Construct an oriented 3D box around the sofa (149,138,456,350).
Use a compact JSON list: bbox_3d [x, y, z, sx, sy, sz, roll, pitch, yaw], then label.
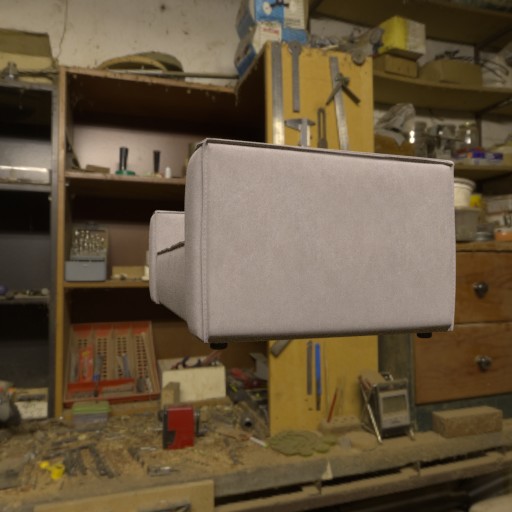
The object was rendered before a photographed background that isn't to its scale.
[{"bbox_3d":[0.000,0.000,2.449,1.038,0.680,1.995,1,-2,-17],"label":"sofa"}]
